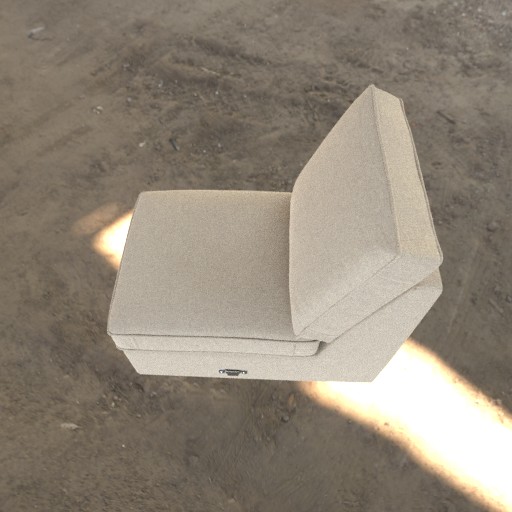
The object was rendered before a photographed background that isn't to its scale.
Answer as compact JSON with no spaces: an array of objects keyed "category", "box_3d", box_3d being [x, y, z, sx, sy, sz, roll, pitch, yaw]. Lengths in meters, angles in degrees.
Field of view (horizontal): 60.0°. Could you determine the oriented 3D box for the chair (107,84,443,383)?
[{"category":"chair","box_3d":[0.000,0.000,1.518,0.938,0.970,0.621,2,57,1]}]
